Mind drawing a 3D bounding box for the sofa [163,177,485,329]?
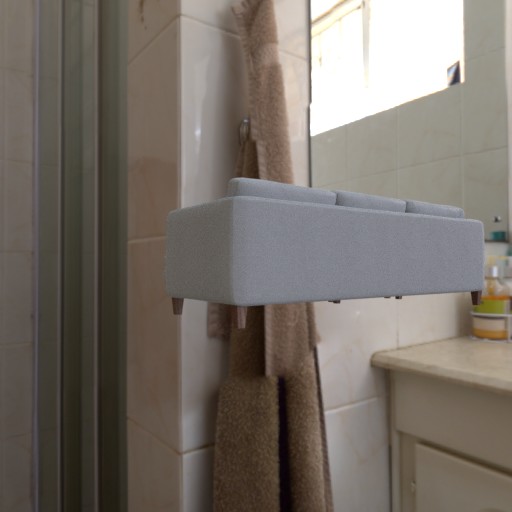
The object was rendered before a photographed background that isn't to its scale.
[{"bbox_3d":[0.000,0.000,4.354,2.551,0.853,3.238,1,-1,-35],"label":"sofa"}]
